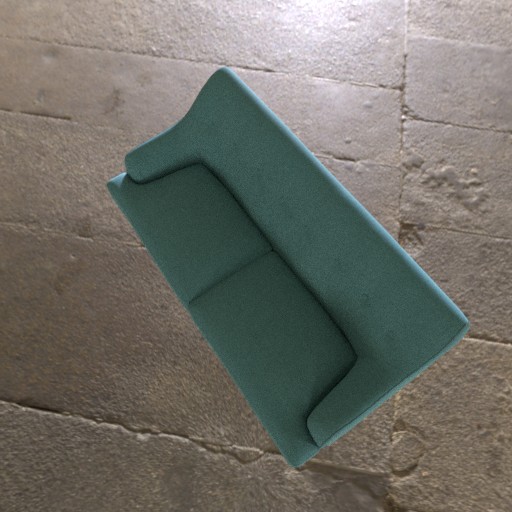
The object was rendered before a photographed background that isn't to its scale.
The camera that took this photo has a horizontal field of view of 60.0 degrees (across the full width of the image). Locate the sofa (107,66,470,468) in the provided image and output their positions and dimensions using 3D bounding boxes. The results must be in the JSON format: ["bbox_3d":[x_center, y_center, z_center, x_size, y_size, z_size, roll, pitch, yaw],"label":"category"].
[{"bbox_3d":[0.000,0.000,2.553,0.978,0.871,2.057,-32,68,-15],"label":"sofa"}]
